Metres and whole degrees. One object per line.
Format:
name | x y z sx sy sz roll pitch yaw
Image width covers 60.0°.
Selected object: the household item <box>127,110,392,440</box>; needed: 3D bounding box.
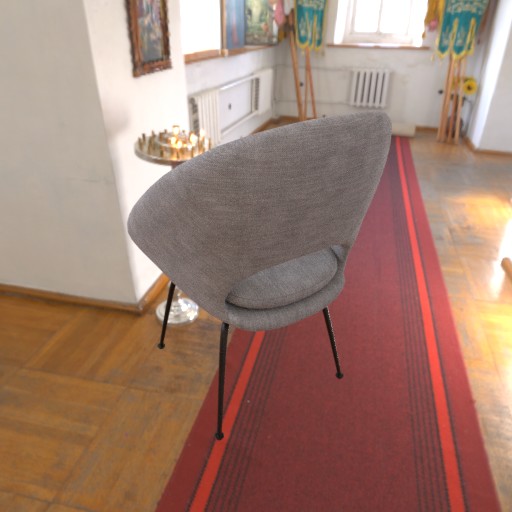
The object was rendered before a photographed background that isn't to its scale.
household item | 0.000 0.000 1.254 0.643 0.869 0.587 -17 34 -27
